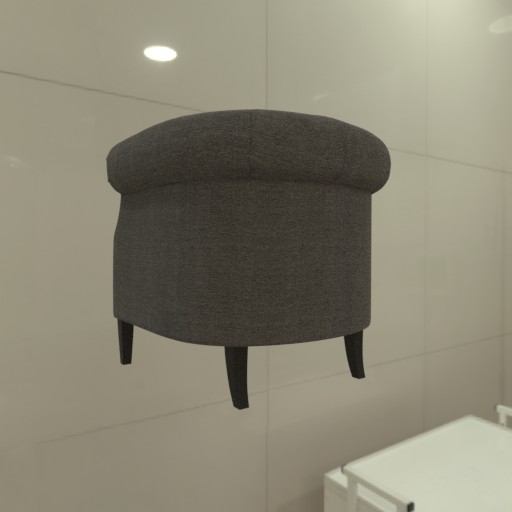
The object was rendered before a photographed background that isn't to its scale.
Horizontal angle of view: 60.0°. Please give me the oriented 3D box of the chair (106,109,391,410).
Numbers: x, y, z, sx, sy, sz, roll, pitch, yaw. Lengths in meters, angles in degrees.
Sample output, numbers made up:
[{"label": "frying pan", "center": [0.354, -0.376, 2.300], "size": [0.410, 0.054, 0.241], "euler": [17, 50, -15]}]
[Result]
[{"label": "chair", "center": [0.000, 0.000, 1.582], "size": [0.905, 0.827, 0.852], "euler": [-1, 2, -36]}]
